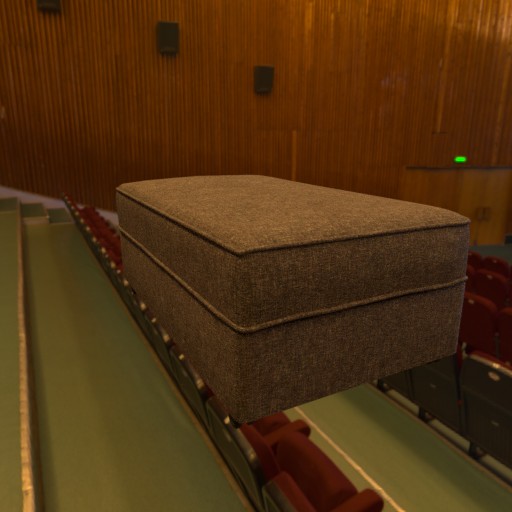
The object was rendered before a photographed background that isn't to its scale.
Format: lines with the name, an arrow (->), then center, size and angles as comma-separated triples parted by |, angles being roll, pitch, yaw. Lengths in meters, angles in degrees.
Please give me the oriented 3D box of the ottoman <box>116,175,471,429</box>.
ottoman -> 0.000, 0.000, 1.540 | 0.717, 0.487, 1.184 | -8, 18, -27
